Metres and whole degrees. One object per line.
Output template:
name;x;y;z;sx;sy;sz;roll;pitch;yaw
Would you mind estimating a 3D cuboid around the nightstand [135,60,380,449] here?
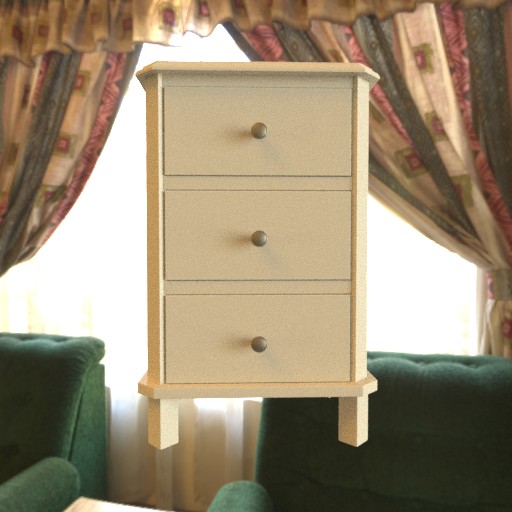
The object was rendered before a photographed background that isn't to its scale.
nightstand;0.000;0.000;0.933;0.435;0.681;0.351;0;2;-2
